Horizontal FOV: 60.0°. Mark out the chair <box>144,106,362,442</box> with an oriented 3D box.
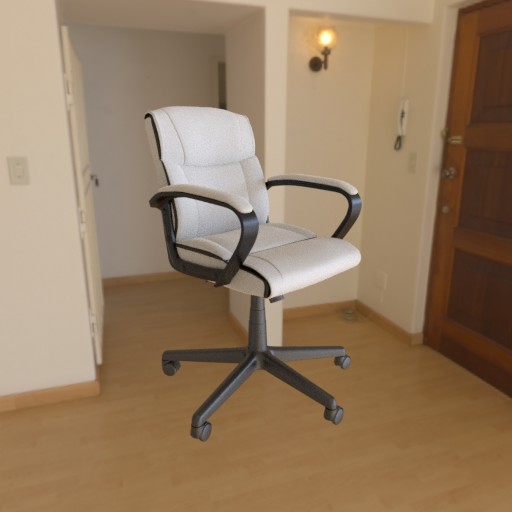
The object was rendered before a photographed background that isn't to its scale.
[{"bbox_3d":[0.000,0.000,1.529,0.717,1.004,0.739,15,21,43],"label":"chair"}]
